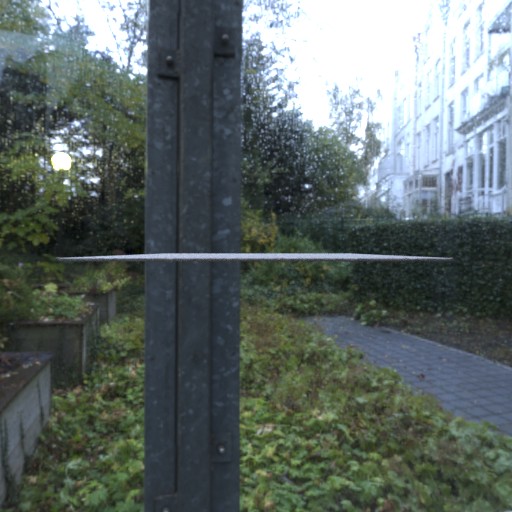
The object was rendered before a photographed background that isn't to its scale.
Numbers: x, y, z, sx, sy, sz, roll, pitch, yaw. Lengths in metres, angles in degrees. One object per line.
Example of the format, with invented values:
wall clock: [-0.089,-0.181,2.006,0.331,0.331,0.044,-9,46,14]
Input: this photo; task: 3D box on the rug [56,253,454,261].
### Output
rug: [0.000,0.000,4.217,2.449,0.025,3.049,0,1,0]
